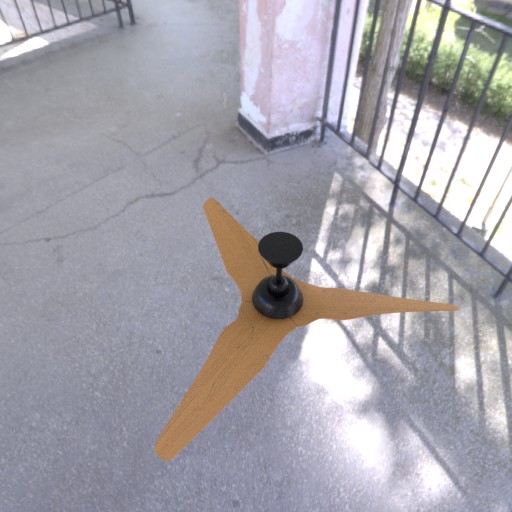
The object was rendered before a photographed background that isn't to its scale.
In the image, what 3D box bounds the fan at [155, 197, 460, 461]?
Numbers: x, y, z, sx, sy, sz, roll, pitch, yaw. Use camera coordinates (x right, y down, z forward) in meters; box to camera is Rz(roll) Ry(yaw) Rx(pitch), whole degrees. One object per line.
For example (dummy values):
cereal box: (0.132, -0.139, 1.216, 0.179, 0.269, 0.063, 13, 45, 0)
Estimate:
fan: (0.000, 0.000, 1.639, 1.142, 0.355, 1.010, -22, 50, -20)
